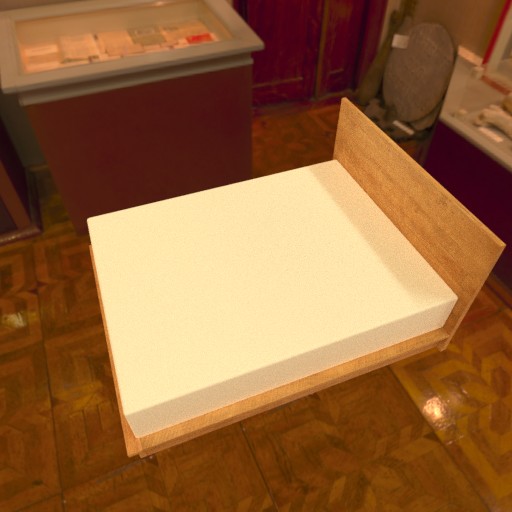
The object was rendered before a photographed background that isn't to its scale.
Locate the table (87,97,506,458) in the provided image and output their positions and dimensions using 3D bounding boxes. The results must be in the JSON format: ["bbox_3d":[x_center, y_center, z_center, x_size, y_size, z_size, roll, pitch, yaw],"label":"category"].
[{"bbox_3d":[0.000,0.000,2.974,2.149,1.041,1.707,-16,49,-14],"label":"table"}]
